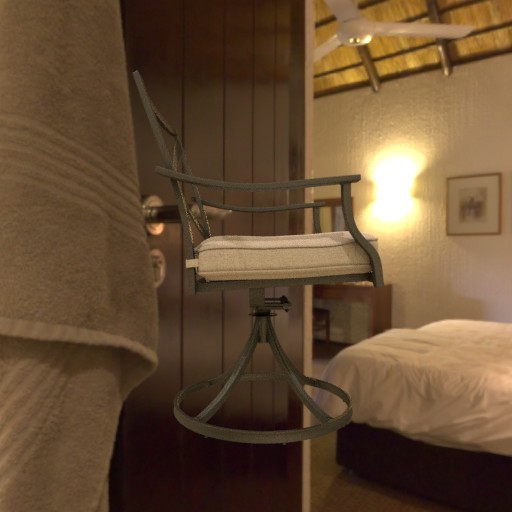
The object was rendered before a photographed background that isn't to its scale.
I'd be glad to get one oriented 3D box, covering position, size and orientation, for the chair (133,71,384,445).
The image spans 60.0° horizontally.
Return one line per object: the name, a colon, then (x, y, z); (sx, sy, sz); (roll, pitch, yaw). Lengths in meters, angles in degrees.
chair: (0.000, 0.000, 1.302); (0.620, 0.889, 0.575); (0, 0, 0)
